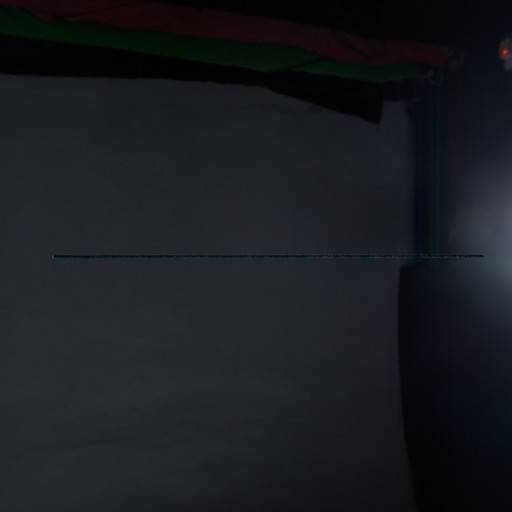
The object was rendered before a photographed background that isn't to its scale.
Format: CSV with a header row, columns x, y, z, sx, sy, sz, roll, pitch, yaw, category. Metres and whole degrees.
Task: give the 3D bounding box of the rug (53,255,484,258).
x,y,z,sx,sy,sz,roll,pitch,yaw,category
0.000,0.000,2.896,2.277,0.015,1.490,0,0,-19,rug
